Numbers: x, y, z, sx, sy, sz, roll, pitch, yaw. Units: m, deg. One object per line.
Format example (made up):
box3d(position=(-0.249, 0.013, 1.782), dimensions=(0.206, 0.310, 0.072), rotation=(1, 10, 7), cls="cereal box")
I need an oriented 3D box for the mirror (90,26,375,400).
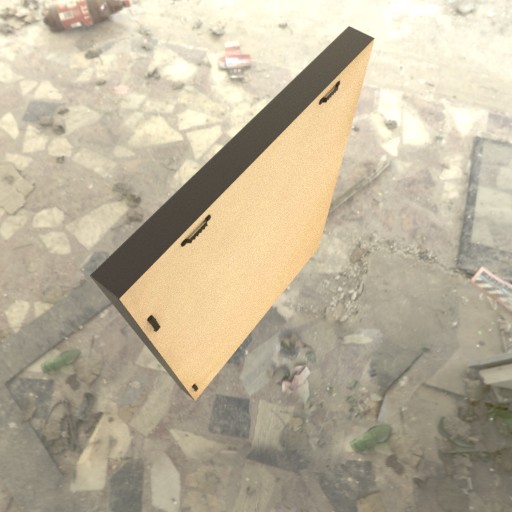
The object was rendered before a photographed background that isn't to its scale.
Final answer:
box3d(position=(0.000, 0.000, 0.666), dimensions=(0.041, 0.509, 0.406), rotation=(35, 68, 16), cls="mirror")
